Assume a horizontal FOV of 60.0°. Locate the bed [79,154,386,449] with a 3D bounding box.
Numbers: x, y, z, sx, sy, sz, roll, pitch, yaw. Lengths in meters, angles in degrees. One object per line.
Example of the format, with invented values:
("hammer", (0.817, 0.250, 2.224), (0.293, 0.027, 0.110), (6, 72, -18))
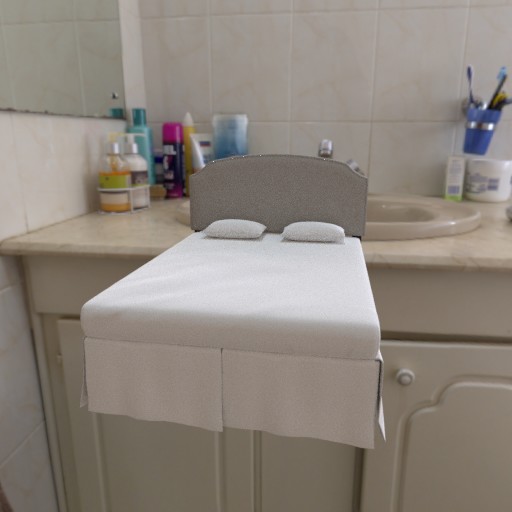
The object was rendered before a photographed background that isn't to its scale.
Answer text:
("bed", (0.000, 0.000, 2.937), (1.558, 1.270, 1.999), (3, 15, 10))
